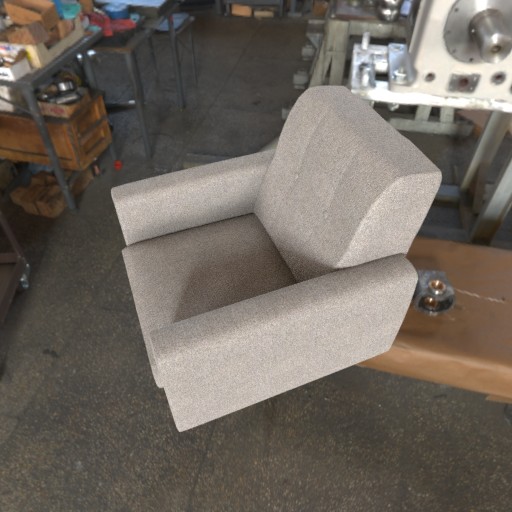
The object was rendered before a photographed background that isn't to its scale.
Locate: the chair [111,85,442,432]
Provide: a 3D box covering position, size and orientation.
[{"bbox_3d":[0.000,0.000,1.671,0.942,0.968,0.845,-16,48,-14],"label":"chair"}]
